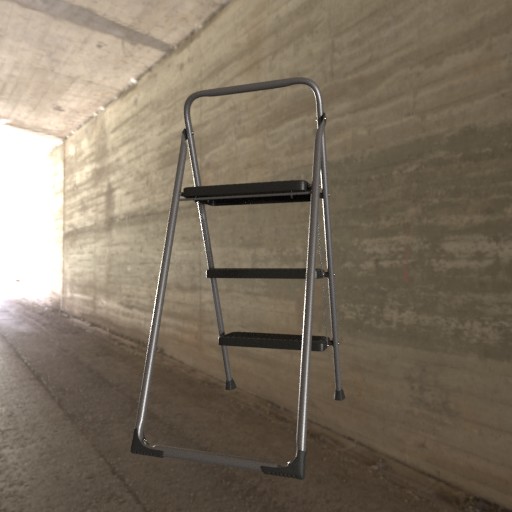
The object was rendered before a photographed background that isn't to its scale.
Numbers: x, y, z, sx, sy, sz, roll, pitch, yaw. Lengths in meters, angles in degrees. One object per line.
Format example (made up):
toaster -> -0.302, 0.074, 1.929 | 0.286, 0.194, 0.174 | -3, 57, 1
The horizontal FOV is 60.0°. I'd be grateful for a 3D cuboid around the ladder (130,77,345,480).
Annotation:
ladder -> 0.000, 0.000, 1.282 | 0.430, 0.945, 0.629 | 0, -1, 19
